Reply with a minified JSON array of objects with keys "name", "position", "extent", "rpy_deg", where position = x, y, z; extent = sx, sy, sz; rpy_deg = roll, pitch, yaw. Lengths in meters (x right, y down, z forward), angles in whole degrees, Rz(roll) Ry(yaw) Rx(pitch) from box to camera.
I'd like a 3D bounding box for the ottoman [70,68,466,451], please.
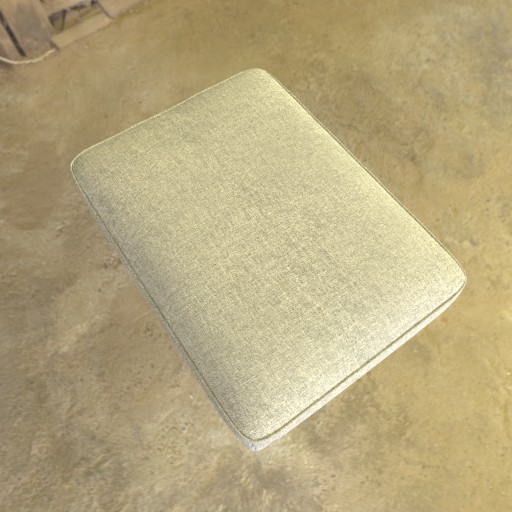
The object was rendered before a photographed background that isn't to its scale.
[{"name":"ottoman","position":[0.000,0.000,1.301],"extent":[0.661,0.561,0.889],"rpy_deg":[-32,68,-15]}]
